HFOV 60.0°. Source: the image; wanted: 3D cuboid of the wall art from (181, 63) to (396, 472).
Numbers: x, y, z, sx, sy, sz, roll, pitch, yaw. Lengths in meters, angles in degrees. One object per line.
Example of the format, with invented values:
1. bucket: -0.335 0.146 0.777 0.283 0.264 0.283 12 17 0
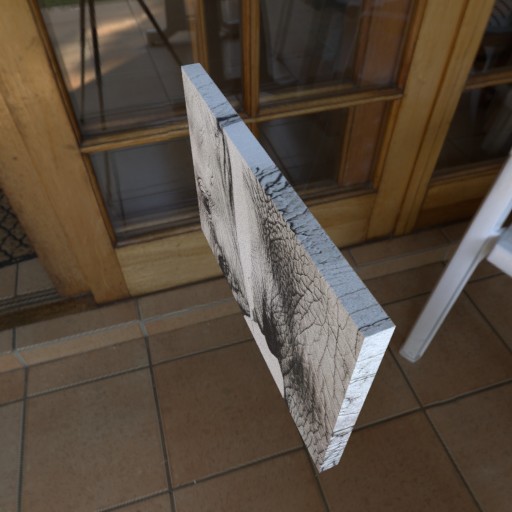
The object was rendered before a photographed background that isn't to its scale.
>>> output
1. wall art: 0.000 0.000 0.761 0.035 0.407 0.613 -17 50 -15
